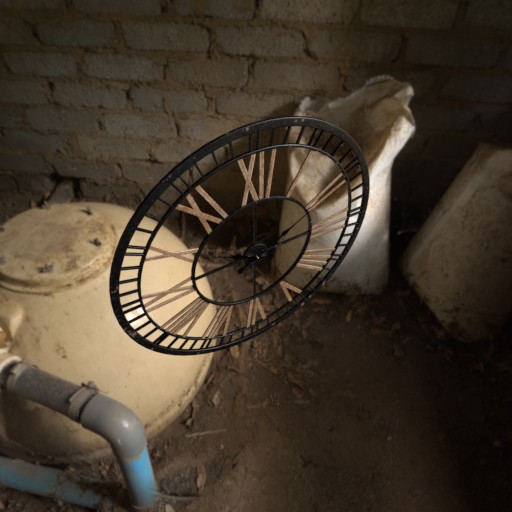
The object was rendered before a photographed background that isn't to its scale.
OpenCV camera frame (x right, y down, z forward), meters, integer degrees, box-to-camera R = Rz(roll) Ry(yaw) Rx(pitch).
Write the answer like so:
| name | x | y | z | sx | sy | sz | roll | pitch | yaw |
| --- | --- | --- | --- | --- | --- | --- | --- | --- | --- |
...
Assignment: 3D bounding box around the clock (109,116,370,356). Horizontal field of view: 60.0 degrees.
| name | x | y | z | sx | sy | sz | roll | pitch | yaw |
| --- | --- | --- | --- | --- | --- | --- | --- | --- | --- |
| clock | 0.000 | 0.000 | 1.291 | 0.843 | 0.843 | 0.025 | -23 | 50 | -21 |
